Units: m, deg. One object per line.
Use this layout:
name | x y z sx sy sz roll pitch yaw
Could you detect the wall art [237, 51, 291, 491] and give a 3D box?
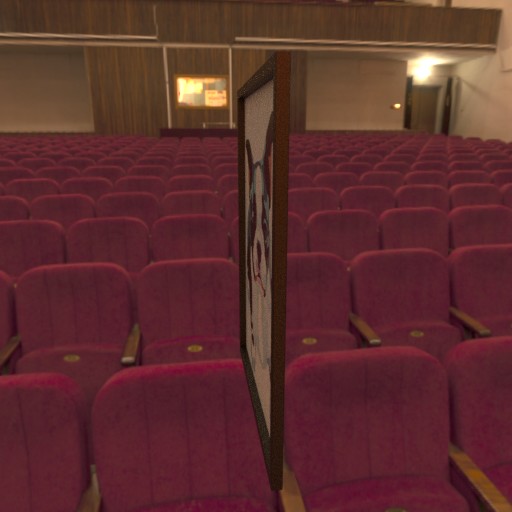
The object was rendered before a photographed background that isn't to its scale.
wall art | 0.000 0.000 1.363 0.030 1.027 0.774 -2 15 -8
